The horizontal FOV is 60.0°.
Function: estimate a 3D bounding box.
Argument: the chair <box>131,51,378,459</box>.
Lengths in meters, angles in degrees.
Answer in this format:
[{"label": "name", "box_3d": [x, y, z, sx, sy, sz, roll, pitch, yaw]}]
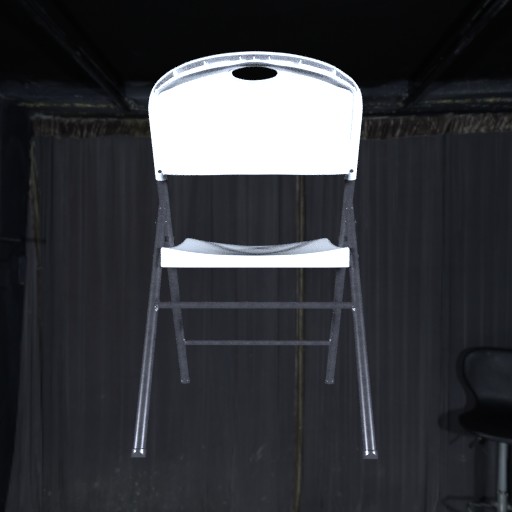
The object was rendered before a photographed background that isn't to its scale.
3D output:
[{"label": "chair", "box_3d": [0.000, 0.000, 1.148, 0.494, 0.810, 0.566, 0, 0, 1]}]
